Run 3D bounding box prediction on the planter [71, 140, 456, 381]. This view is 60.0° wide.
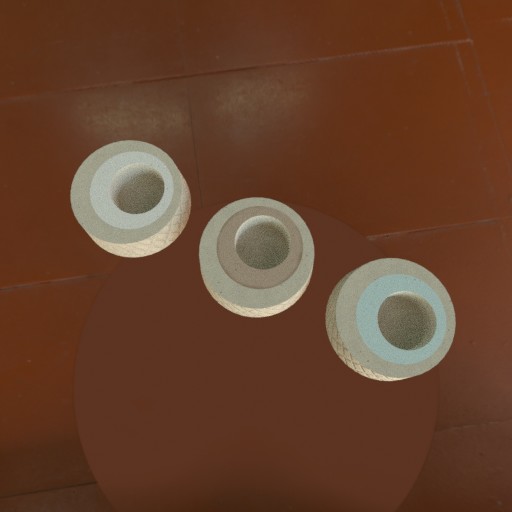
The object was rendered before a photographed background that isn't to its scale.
[{"bbox_3d":[0.000,0.000,0.429,0.390,0.038,0.114,25,77,6],"label":"planter"}]
